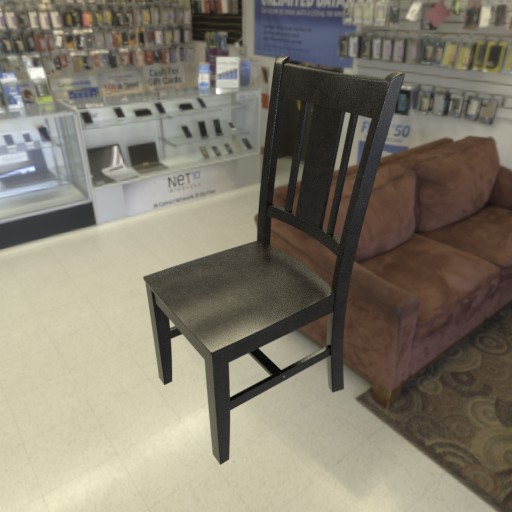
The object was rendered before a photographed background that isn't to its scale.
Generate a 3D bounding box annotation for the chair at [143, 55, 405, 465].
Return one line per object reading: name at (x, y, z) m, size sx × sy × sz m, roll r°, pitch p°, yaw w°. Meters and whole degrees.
chair at (0.000, 0.000, 1.284) m, size 0.555 × 0.998 × 0.450 m, roll -20°, pitch 35°, yaw -30°
